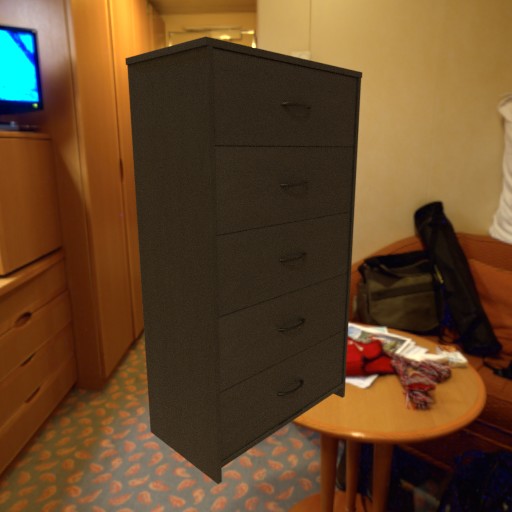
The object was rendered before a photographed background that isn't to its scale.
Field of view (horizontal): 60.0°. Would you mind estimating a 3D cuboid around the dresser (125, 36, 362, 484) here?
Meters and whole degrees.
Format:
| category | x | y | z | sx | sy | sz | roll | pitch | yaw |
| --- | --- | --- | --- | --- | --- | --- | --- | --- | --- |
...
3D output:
| category | x | y | z | sx | sy | sz | roll | pitch | yaw |
| --- | --- | --- | --- | --- | --- | --- | --- | --- | --- |
| dresser | 0.000 | 0.000 | 1.565 | 0.399 | 1.255 | 0.704 | 13 | 18 | 43 |
